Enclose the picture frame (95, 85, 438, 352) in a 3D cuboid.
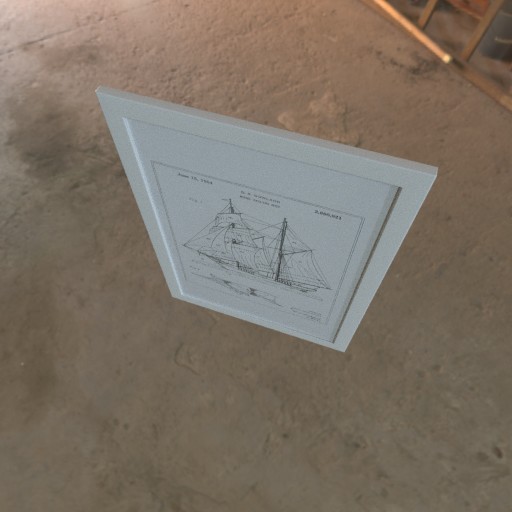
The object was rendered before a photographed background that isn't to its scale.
[{"bbox_3d":[0.000,0.000,0.699,0.381,0.534,0.012,16,61,10],"label":"picture frame"}]
